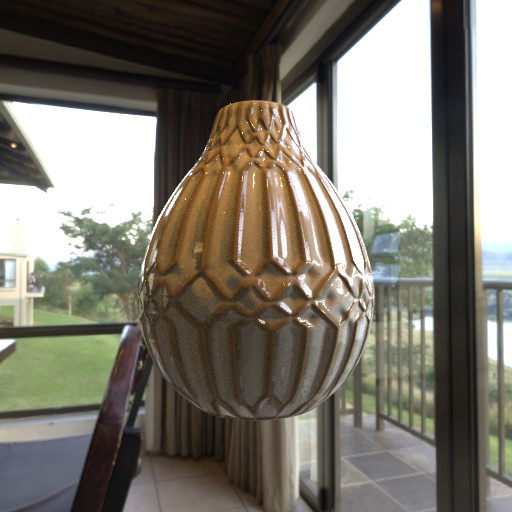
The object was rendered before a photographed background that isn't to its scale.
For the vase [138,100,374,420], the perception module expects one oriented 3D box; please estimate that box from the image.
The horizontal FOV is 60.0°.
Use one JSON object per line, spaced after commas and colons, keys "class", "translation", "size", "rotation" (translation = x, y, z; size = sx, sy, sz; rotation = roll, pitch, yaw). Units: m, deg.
{"class": "vase", "translation": [0.000, 0.000, 0.309], "size": [0.159, 0.200, 0.159], "rotation": [0, -1, 0]}
